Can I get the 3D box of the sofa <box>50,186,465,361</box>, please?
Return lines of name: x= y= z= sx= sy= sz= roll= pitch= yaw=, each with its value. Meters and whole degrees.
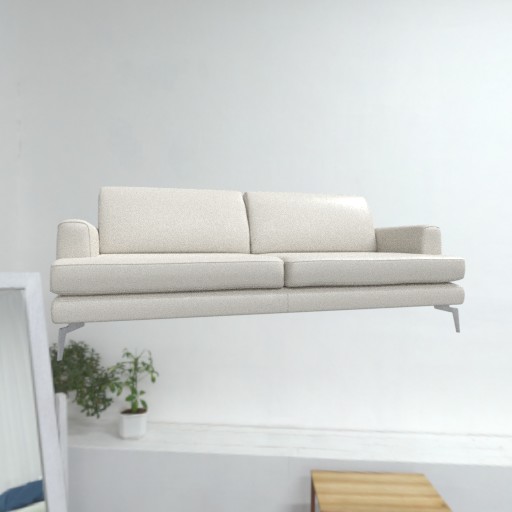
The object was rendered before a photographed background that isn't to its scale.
sofa: x=0.000 y=0.000 z=2.409 sx=1.940 sy=0.765 sz=0.974 roll=0 pitch=2 yaw=-17
